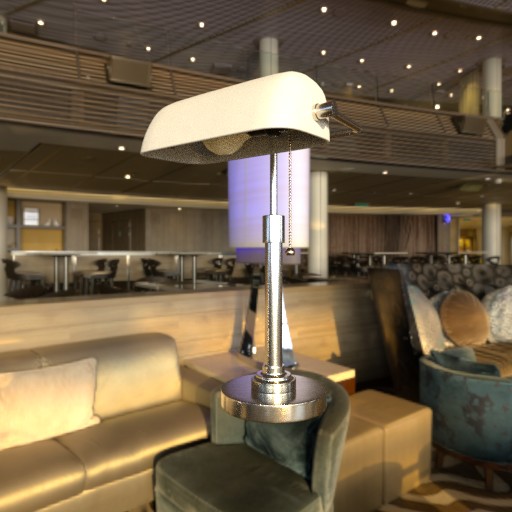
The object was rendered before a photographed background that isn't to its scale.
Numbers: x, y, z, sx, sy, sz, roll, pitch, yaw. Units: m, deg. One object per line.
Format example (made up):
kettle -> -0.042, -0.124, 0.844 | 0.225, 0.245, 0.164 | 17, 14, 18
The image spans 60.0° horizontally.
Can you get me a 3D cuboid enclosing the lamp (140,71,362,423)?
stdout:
lamp -> 0.000, 0.000, 0.571 | 0.269, 0.404, 0.227 | 0, 0, 36
